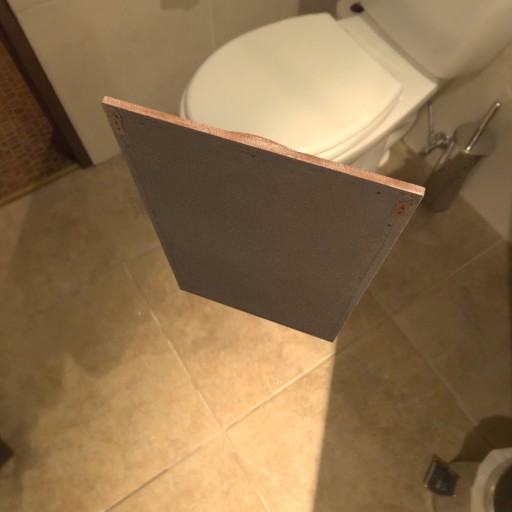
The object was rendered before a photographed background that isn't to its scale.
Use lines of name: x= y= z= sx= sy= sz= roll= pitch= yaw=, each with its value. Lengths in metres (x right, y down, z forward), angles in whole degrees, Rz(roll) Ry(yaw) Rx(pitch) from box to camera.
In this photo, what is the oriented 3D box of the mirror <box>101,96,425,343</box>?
mirror: x=0.000 y=0.000 z=0.999 sx=0.495 sy=0.787 sz=0.058 roll=18 pitch=66 yaw=8
